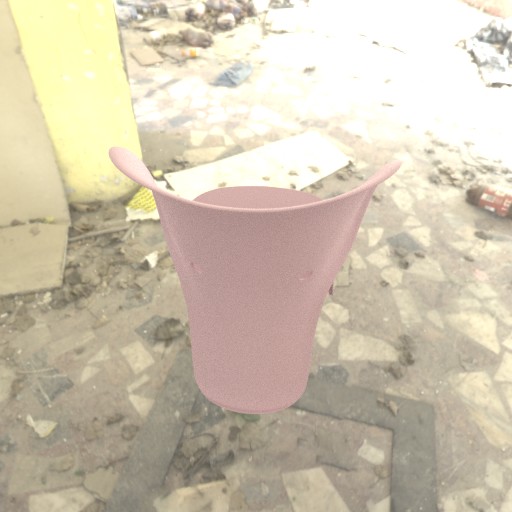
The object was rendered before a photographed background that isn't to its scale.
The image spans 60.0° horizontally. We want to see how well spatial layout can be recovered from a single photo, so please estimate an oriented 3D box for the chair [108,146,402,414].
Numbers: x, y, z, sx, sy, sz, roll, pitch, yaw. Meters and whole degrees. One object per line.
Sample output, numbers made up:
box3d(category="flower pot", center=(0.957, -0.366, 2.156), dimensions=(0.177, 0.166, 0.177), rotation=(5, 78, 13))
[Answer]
box3d(category="chair", center=(0.000, 0.000, 0.876), dimensions=(0.451, 0.554, 0.402), rotation=(4, 44, 4))
